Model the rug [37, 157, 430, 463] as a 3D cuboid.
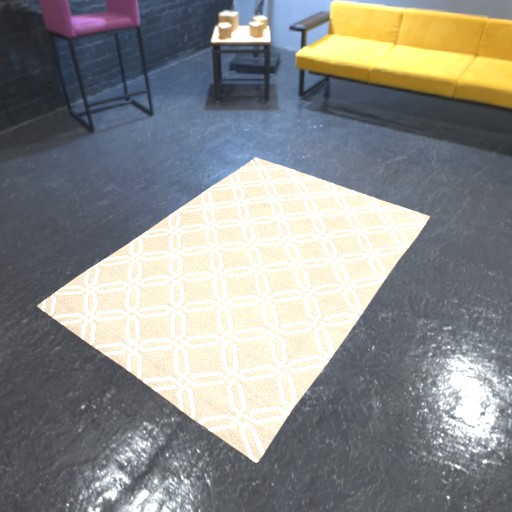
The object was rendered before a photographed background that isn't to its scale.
[{"bbox_3d":[0.000,0.000,2.799,1.524,0.013,2.135,25,46,26],"label":"rug"}]
